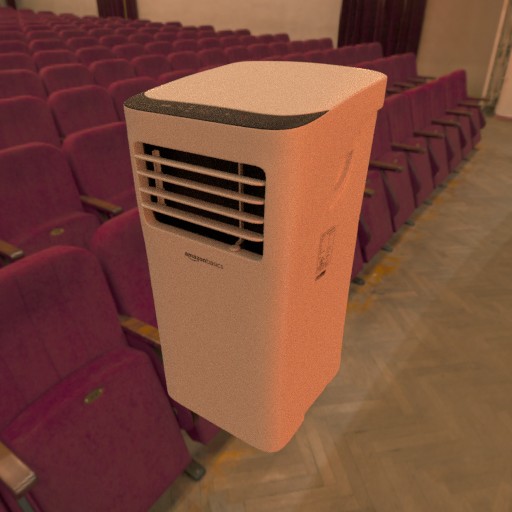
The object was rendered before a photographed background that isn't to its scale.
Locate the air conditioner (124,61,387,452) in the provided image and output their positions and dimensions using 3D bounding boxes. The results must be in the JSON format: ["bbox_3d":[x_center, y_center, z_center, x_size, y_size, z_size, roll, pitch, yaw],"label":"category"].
[{"bbox_3d":[0.000,0.000,0.921,0.352,0.716,0.369,18,34,29],"label":"air conditioner"}]
